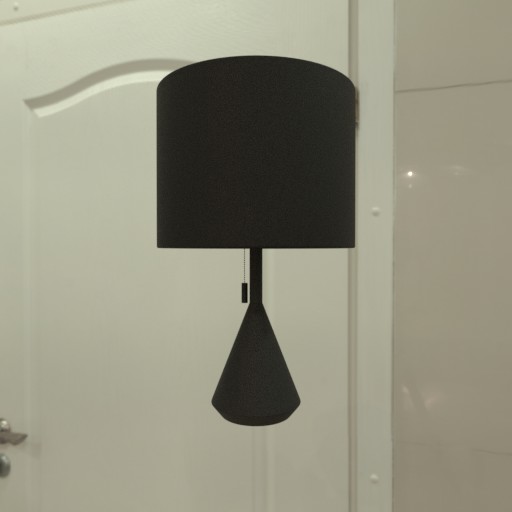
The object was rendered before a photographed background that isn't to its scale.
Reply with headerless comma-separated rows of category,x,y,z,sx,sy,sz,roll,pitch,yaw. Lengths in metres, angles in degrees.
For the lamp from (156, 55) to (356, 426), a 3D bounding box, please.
lamp,0.000,0.000,0.821,0.359,0.584,0.359,0,1,17
